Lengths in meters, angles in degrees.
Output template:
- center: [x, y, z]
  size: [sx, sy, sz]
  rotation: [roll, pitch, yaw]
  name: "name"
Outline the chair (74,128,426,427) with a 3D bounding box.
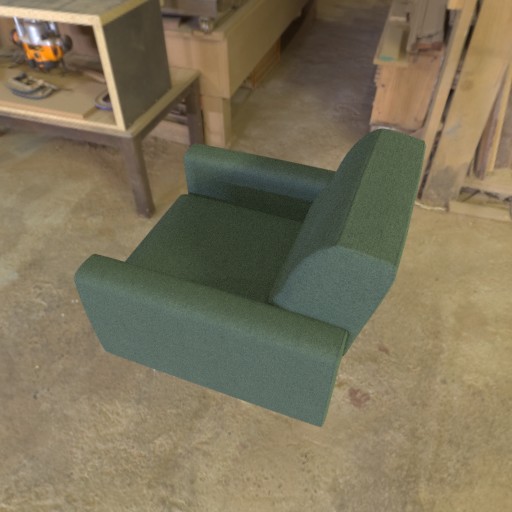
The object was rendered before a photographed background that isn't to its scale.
- center: [0.000, 0.000, 1.562]
  size: [0.909, 0.841, 0.831]
  rotation: [16, 47, 15]
  name: "chair"
